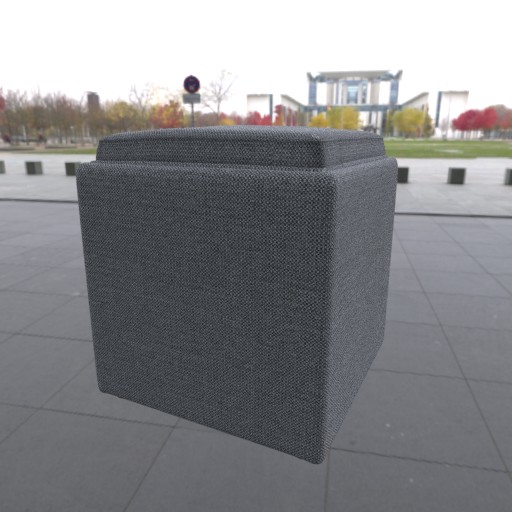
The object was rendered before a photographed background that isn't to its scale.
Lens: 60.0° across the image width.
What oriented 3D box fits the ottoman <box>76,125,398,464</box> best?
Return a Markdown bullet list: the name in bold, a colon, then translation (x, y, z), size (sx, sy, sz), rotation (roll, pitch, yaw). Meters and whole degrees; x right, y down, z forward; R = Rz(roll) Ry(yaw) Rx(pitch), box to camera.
- **ottoman**: translation (0.000, 0.000, 0.858), size (0.436, 0.487, 0.454), rotation (8, 17, 26)
